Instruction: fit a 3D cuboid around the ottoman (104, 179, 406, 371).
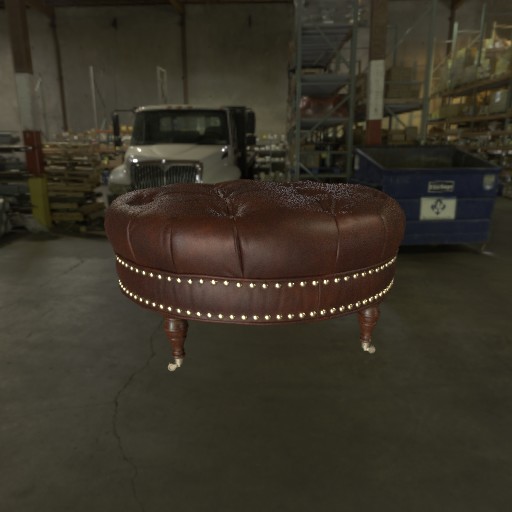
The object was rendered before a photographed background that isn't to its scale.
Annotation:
[{"bbox_3d":[0.000,0.000,1.414,0.901,0.455,0.901,0,14,0],"label":"ottoman"}]
